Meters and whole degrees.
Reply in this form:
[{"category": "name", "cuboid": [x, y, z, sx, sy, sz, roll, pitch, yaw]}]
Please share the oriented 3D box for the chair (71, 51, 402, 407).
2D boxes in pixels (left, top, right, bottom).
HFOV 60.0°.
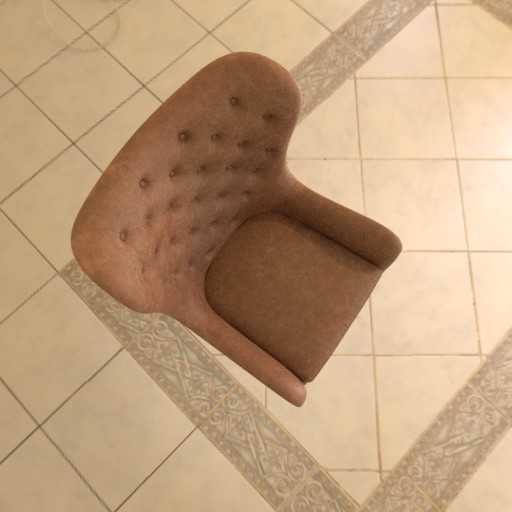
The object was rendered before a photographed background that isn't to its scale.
[{"category": "chair", "cuboid": [0.000, 0.000, 1.708, 0.930, 1.079, 0.831, 34, 78, 8]}]
